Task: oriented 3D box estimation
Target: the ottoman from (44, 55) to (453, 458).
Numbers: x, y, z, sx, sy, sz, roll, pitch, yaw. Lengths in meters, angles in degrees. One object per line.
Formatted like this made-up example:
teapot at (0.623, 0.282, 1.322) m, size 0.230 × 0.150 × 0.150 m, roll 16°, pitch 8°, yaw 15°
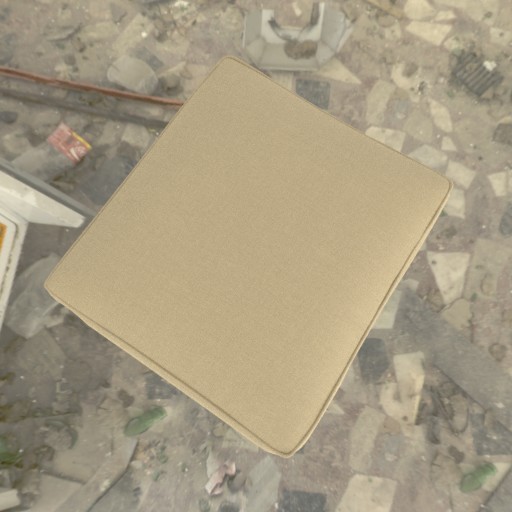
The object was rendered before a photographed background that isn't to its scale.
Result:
ottoman at (0.000, 0.000, 1.133) m, size 0.662 × 0.505 × 0.716 m, roll 33°, pitch 78°, yaw 8°
